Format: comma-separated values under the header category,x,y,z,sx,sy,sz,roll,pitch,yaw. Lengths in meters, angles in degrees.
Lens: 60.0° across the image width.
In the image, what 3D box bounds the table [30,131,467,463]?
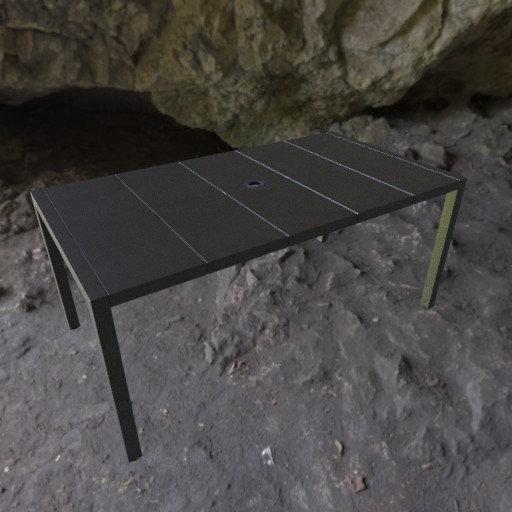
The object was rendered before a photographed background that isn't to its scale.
category,x,y,z,sx,sy,sz,roll,pitch,yaw
table,0.000,0.000,2.120,1.680,0.735,0.914,-19,36,-28
